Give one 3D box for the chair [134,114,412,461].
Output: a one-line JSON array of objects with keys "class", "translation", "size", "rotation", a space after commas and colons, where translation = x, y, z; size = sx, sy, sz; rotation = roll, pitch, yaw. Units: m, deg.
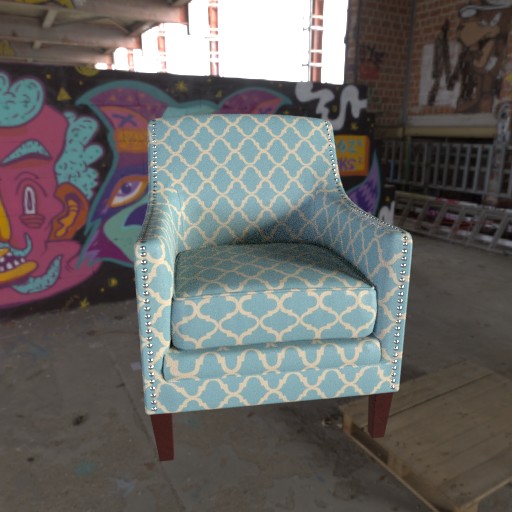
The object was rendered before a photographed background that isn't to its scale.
[{"class": "chair", "translation": [0.000, 0.000, 1.298], "size": [0.617, 0.817, 0.686], "rotation": [-2, 16, -9]}]
